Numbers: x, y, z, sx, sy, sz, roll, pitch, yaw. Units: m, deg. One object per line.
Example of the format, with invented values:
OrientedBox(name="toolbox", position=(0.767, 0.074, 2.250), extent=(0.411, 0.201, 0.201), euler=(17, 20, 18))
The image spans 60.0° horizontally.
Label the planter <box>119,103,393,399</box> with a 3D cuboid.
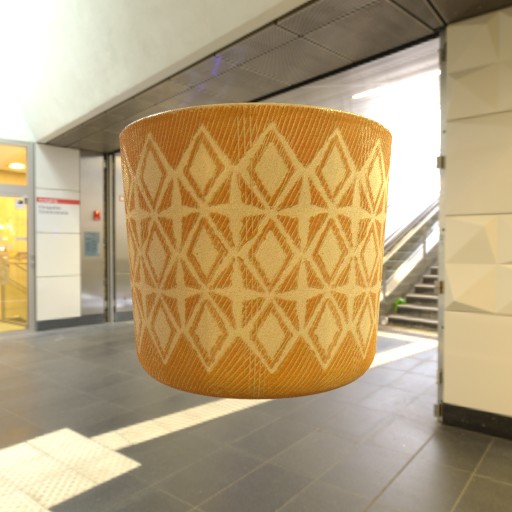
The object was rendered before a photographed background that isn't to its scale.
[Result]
OrientedBox(name="planter", position=(0.000, 0.000, 0.329), extent=(0.193, 0.165, 0.193), euler=(0, 1, 0))
